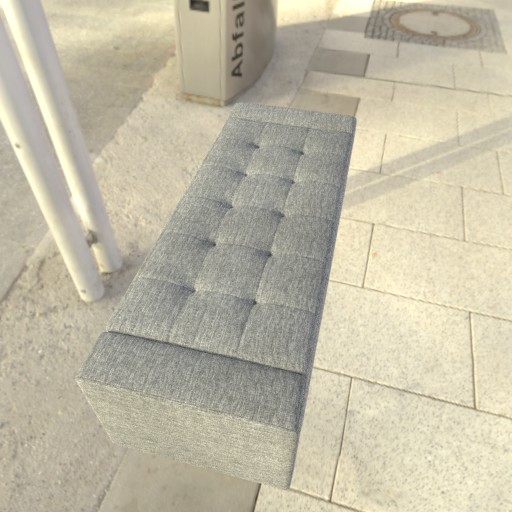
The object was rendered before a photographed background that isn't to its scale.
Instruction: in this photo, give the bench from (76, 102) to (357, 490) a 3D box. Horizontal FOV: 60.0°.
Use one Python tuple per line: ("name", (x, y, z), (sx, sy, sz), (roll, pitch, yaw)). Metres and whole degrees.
("bench", (0.000, 0.000, 1.503), (0.508, 0.445, 1.296), (10, 47, 10))
